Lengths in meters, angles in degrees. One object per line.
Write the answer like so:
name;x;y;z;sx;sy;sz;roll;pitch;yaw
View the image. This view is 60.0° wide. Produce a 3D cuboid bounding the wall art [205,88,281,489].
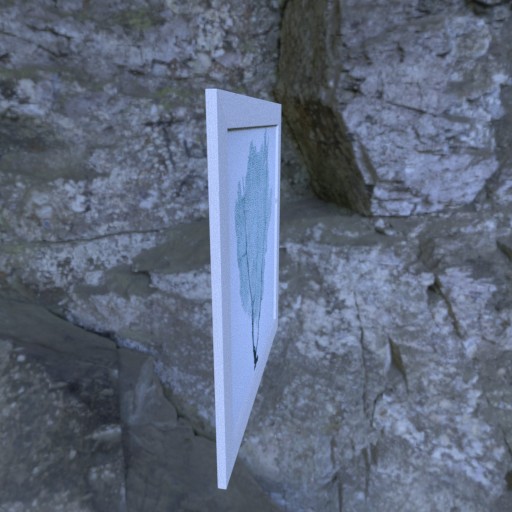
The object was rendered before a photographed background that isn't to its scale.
wall art;0.000;0.000;0.865;0.015;0.577;0.572;3;17;10
